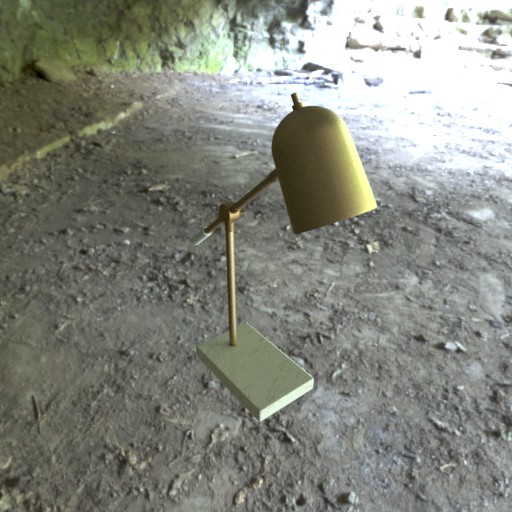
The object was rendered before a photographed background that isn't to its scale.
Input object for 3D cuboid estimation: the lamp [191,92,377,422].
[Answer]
[{"bbox_3d":[0.000,0.000,0.826,0.144,0.603,0.471,-21,36,-32],"label":"lamp"}]
